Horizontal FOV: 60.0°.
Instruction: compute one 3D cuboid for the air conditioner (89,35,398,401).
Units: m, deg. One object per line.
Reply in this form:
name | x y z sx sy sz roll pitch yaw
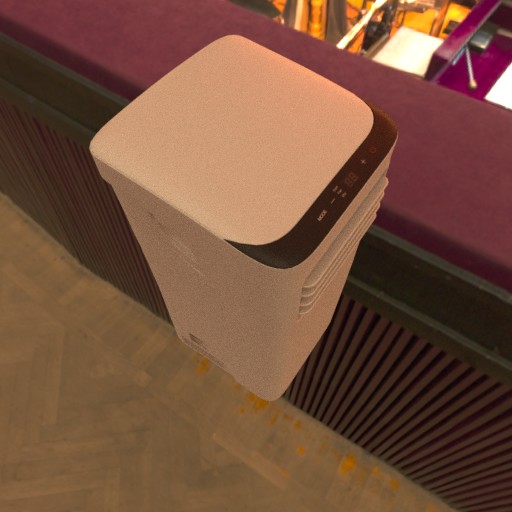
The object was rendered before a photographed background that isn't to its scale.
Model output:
air conditioner | 0.000 0.000 0.931 0.369 0.716 0.352 30 62 18
